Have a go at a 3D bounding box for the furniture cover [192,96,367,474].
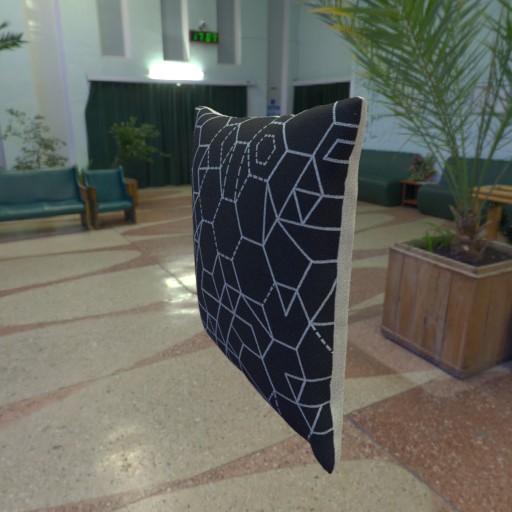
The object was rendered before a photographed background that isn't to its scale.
[{"bbox_3d":[0.000,0.000,0.773,0.158,0.508,0.517,-9,19,-26],"label":"furniture cover"}]
